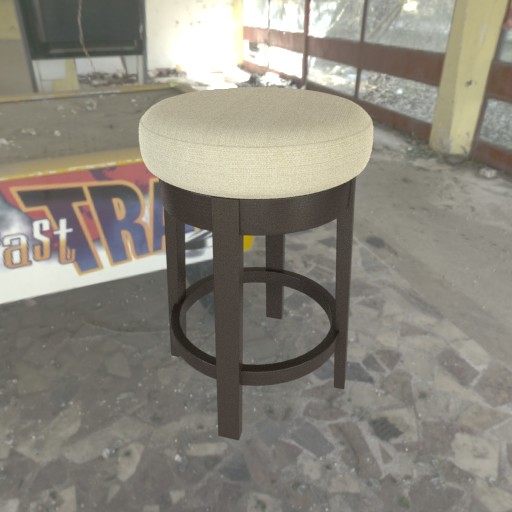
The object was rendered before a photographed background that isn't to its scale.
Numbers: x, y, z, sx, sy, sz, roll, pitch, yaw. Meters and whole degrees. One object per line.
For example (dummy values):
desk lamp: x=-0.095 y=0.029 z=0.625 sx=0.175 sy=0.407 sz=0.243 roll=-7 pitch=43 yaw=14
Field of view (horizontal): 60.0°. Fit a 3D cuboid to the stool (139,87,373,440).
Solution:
stool: x=0.000 y=0.000 z=0.968 sx=0.449 sy=0.655 sz=0.449 roll=0 pitch=30 yaw=0
